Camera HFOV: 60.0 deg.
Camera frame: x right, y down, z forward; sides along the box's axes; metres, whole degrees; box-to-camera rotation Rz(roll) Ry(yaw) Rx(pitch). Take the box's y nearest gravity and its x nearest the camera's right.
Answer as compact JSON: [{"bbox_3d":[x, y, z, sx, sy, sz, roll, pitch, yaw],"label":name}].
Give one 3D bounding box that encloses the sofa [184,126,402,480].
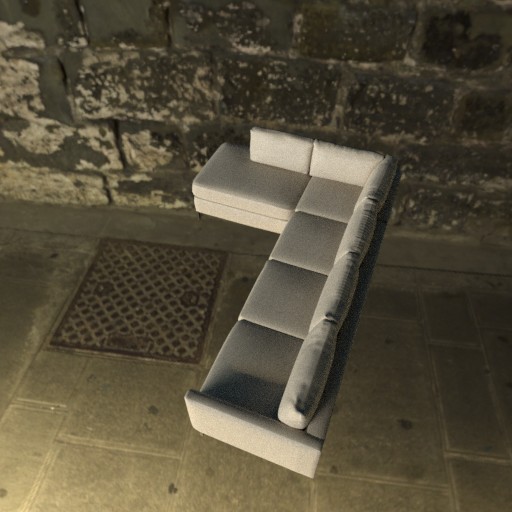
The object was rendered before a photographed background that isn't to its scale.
[{"bbox_3d":[0.000,0.000,3.158,1.617,0.703,2.423,16,49,15],"label":"sofa"}]
